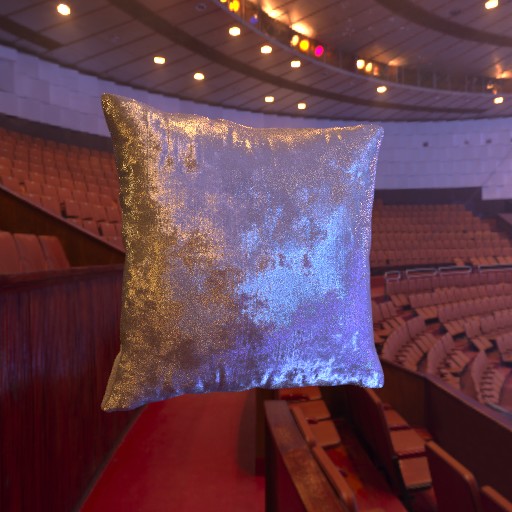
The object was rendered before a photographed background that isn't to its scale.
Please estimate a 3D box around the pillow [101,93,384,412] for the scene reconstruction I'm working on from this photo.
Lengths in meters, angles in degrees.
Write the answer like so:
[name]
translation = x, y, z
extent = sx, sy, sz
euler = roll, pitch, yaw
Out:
[pillow]
translation = 0.000, 0.000, 0.710
extent = 0.470, 0.464, 0.175
euler = 0, 0, -18
